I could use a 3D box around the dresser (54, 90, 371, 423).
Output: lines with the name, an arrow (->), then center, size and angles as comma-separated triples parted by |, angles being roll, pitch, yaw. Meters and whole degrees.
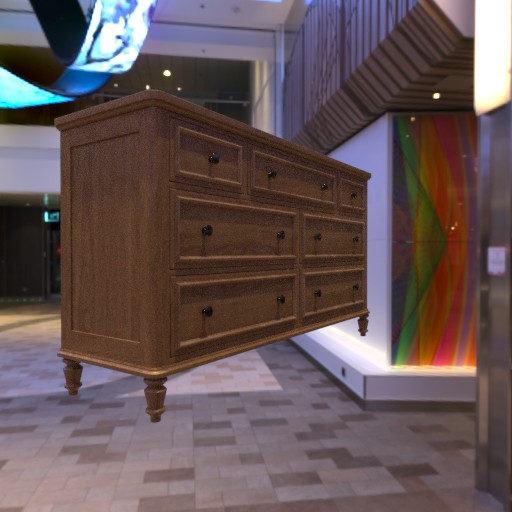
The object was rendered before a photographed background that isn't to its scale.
dresser -> 0.000, 0.000, 1.939 | 0.468, 0.892, 1.583 | 0, 1, 35
